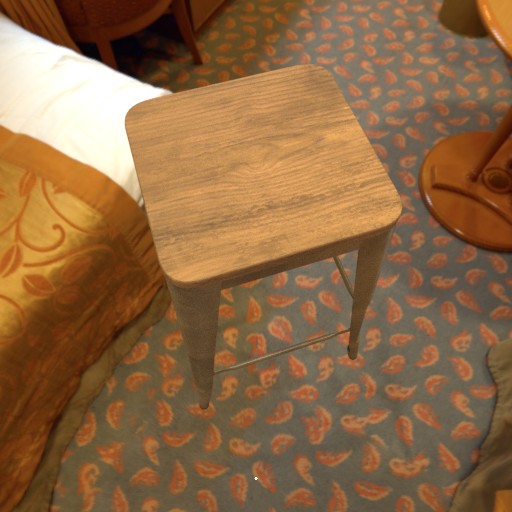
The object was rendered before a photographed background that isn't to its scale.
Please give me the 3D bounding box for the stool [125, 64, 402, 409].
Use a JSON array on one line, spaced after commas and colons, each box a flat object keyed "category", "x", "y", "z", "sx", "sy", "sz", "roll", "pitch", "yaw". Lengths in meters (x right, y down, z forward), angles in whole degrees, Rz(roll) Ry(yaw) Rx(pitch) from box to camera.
[{"category": "stool", "x": 0.000, "y": 0.000, "z": 0.887, "sx": 0.407, "sy": 0.607, "sz": 0.407, "roll": -16, "pitch": 64, "yaw": -8}]
